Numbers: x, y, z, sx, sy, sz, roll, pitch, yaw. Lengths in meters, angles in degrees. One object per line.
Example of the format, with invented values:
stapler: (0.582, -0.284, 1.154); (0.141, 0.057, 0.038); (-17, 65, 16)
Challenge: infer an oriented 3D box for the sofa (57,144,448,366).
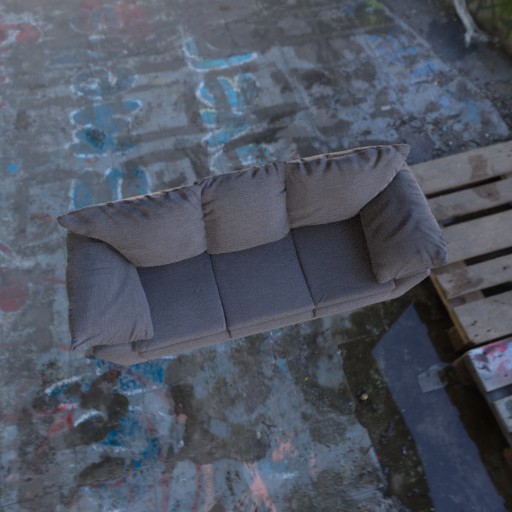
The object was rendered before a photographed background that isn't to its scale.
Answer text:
sofa: (0.000, 0.000, 2.997); (2.390, 1.043, 0.927); (-13, 63, -7)
